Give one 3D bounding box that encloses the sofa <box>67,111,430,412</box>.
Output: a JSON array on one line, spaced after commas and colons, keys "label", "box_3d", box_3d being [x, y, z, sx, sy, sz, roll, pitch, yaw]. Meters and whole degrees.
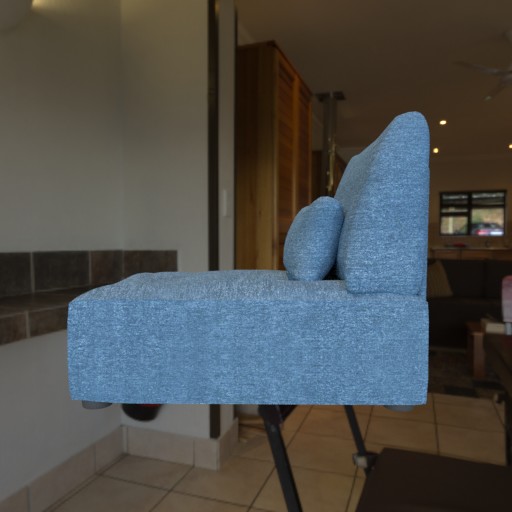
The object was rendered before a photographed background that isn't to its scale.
[{"label": "sofa", "box_3d": [0.000, 0.000, 1.525, 1.000, 0.820, 0.700, 0, 1, 1]}]
